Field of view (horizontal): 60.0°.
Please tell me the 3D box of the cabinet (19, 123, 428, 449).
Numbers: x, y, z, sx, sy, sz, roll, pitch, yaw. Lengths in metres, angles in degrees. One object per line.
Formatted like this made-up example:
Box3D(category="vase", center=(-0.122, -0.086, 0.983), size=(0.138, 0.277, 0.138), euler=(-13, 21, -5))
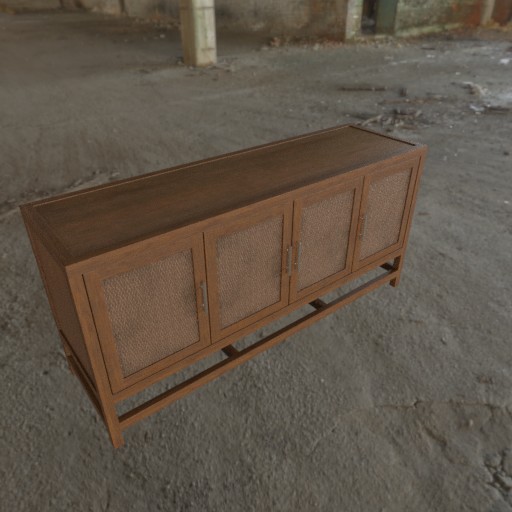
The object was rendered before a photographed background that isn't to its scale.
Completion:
Box3D(category="cabinet", center=(0.000, 0.000, 2.045), size=(1.708, 0.820, 0.522), euler=(-22, 38, -31))
